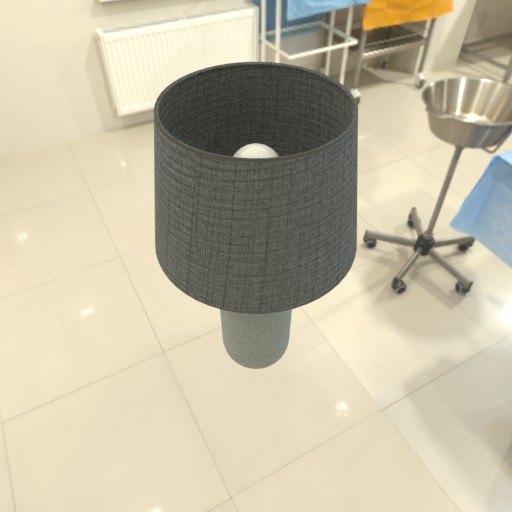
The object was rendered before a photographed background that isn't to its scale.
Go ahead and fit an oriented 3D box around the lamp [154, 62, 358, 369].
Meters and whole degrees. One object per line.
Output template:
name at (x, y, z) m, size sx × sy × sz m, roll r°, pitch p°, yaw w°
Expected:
lamp at (0.000, 0.000, 0.588) m, size 0.251 × 0.429 × 0.251 m, roll 0°, pitch 46°, yaw 0°
